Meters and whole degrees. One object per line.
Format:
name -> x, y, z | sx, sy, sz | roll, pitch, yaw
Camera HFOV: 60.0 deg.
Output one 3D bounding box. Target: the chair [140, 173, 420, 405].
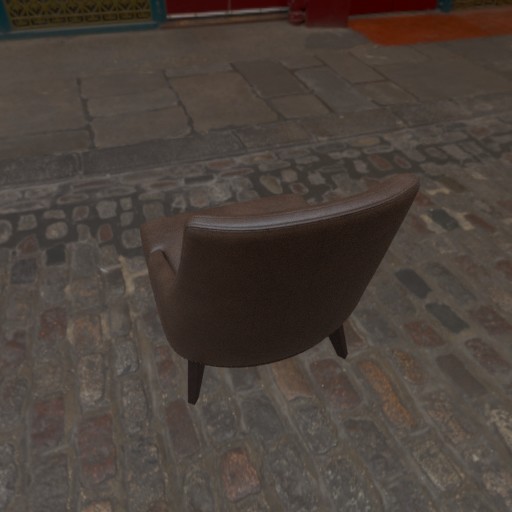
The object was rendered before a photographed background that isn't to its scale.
chair -> 0.000, 0.000, 1.480 | 0.701, 0.909, 0.861 | -13, 42, -14
